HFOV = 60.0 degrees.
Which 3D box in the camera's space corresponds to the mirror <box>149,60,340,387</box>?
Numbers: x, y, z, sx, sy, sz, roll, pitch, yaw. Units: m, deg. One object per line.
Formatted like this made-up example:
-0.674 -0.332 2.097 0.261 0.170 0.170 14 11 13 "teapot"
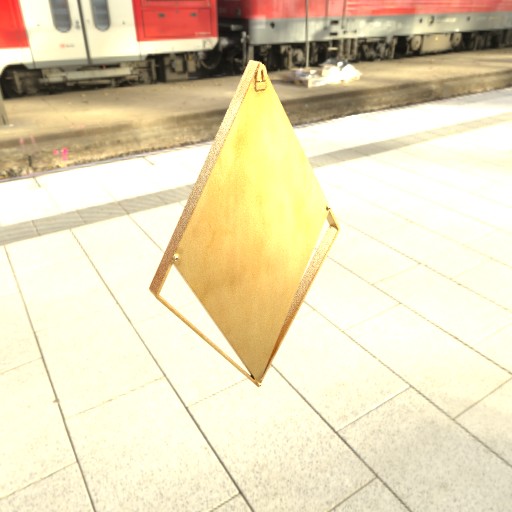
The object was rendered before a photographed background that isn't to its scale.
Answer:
0.000 0.000 0.838 0.419 0.679 0.032 -20 36 -30 "mirror"
